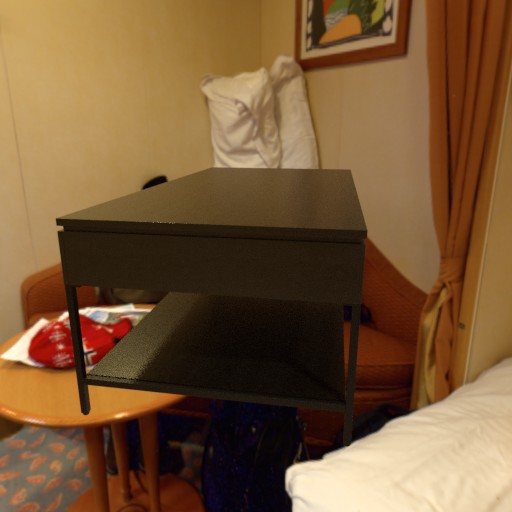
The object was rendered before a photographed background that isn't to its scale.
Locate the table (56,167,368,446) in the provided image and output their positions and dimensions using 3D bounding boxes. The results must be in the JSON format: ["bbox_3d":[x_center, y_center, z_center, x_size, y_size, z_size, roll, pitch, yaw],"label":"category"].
[{"bbox_3d":[0.000,0.000,1.366,0.574,0.435,1.095,3,17,10],"label":"table"}]
